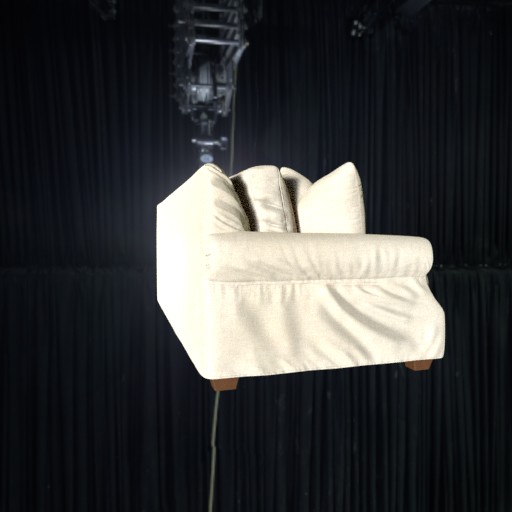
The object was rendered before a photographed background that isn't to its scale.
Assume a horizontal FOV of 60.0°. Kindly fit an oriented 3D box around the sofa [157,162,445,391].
[{"bbox_3d":[0.000,0.000,2.745,1.067,0.904,2.285,-1,3,-17],"label":"sofa"}]
